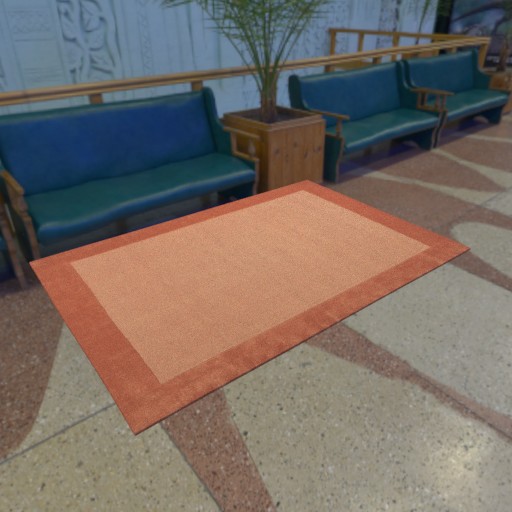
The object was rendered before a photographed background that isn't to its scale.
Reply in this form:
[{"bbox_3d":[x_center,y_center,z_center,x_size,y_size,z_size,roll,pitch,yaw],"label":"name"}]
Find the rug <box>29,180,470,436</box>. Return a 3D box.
[{"bbox_3d":[0.000,0.000,2.199,1.829,0.014,1.219,-21,37,-32],"label":"rug"}]
